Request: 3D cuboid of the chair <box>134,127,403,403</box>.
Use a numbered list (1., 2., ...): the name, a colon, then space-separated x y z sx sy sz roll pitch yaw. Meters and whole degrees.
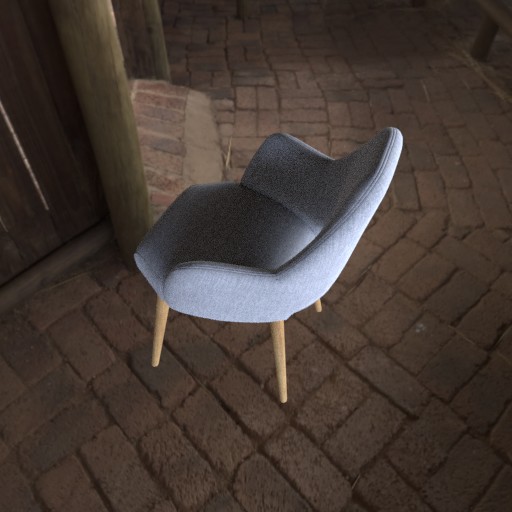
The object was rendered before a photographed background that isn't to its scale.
1. chair: 0.000 0.000 1.256 0.610 0.840 0.590 17 49 15
